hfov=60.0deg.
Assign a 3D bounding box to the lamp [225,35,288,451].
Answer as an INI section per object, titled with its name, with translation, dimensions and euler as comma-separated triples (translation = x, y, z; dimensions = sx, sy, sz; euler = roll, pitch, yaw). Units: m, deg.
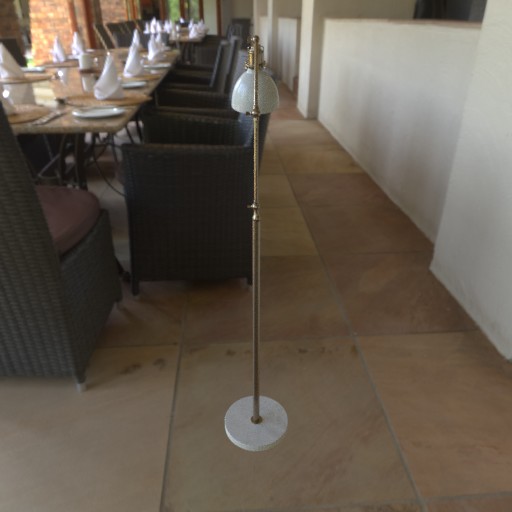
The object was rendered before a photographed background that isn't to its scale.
[lamp]
translation = 0.000, 0.000, 1.791
dimensions = 0.288, 1.586, 0.599
euler = 0, 28, -1
